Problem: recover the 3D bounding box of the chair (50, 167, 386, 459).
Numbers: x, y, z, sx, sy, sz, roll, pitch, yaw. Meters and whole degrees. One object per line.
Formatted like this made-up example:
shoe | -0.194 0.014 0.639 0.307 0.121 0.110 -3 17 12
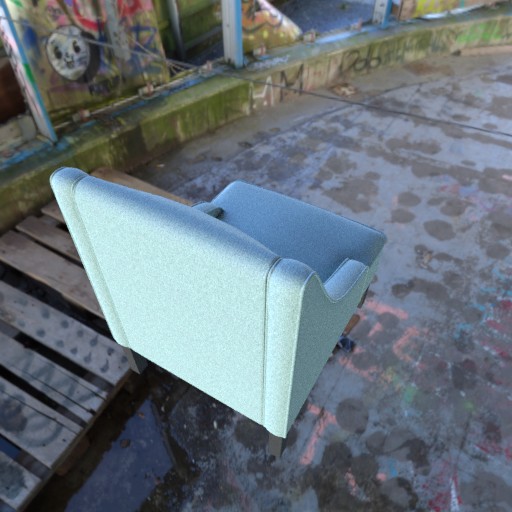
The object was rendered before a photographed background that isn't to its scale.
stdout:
chair | 0.000 0.000 1.865 0.857 1.133 1.025 23 51 21
